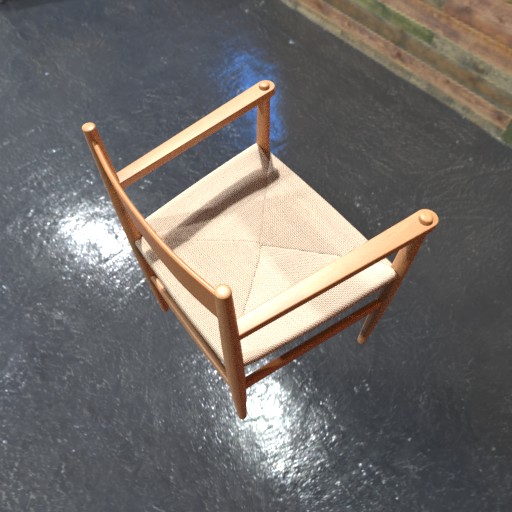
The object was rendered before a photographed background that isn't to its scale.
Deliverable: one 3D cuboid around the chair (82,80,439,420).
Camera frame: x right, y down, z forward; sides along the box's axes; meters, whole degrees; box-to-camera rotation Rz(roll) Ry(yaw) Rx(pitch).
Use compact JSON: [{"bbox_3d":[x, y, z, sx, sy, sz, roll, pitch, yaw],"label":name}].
[{"bbox_3d":[0.000,0.000,1.104,0.495,0.762,0.556,-33,63,-19],"label":"chair"}]
